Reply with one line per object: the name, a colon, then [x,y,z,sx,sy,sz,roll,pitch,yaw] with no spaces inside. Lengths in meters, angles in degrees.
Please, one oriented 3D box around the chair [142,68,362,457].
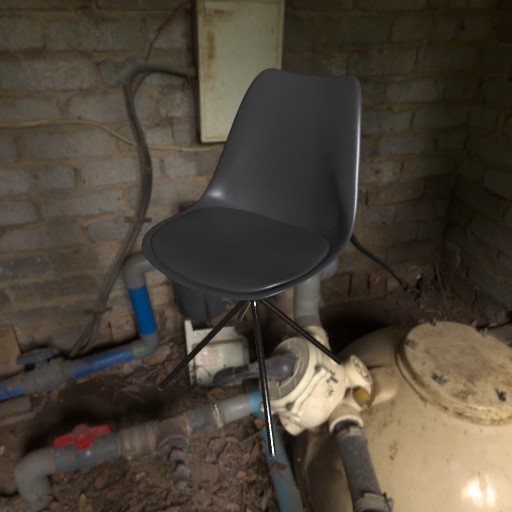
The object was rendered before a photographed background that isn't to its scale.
chair: [0.000,0.000,1.166,0.461,0.850,0.525,19,35,29]
